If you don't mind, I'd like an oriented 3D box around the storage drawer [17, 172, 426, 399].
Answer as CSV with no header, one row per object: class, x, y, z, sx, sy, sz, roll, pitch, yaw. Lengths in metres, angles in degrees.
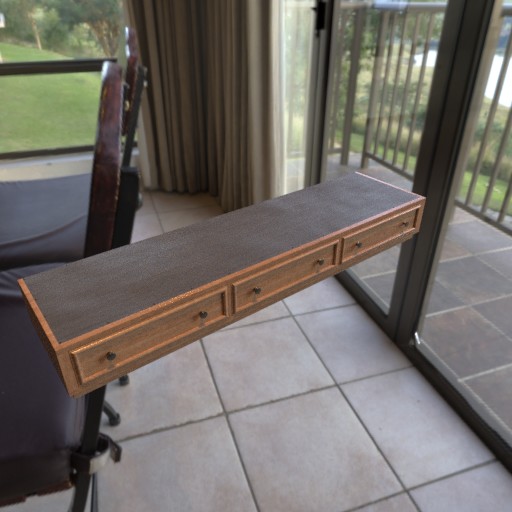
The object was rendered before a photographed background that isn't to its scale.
storage drawer,0.000,0.000,2.213,2.032,0.264,0.538,-22,37,-31
